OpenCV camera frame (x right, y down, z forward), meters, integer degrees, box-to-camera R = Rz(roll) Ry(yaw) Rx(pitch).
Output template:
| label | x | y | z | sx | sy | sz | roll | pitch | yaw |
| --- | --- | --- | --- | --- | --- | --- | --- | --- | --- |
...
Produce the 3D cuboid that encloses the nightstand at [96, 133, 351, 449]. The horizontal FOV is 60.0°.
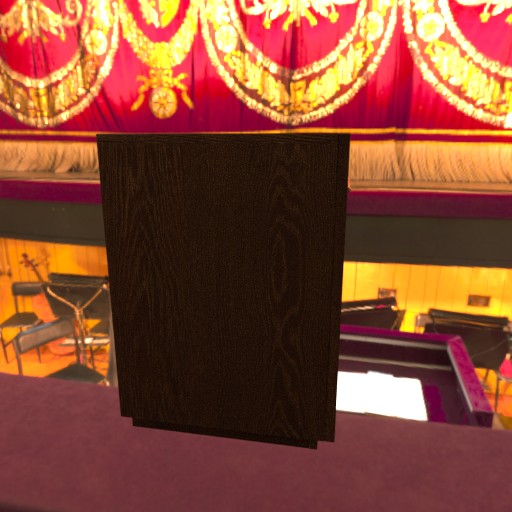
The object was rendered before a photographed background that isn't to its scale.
| label | x | y | z | sx | sy | sz | roll | pitch | yaw |
| --- | --- | --- | --- | --- | --- | --- | --- | --- | --- |
| nightstand | 0.000 | 0.000 | 1.166 | 0.457 | 0.612 | 0.775 | 3 | 15 | 11 |
